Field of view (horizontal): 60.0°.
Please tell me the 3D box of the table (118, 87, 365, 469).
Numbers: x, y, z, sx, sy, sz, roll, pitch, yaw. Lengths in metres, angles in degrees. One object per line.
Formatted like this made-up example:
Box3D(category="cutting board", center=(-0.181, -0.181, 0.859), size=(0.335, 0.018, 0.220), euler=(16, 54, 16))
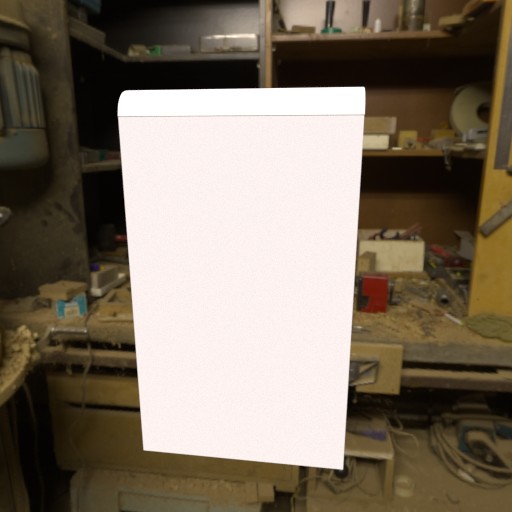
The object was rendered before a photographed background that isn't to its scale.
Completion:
Box3D(category="table", center=(0.000, 0.000, 0.884), size=(0.350, 0.590, 0.450), euler=(2, 15, 8))
